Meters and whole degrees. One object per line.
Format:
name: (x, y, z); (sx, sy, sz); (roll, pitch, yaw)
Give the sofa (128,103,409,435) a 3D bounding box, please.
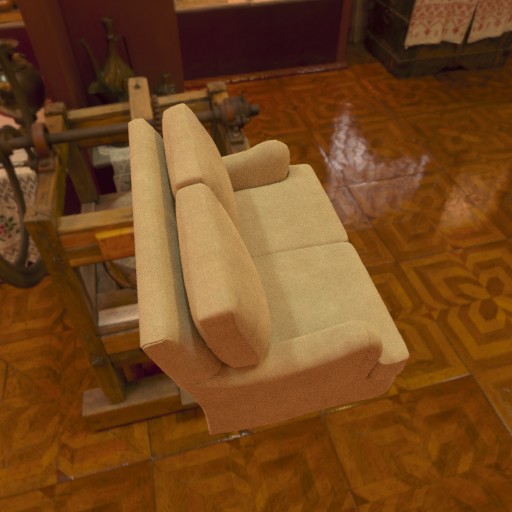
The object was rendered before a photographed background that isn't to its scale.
sofa: (0.000, 0.000, 2.299); (1.086, 1.087, 1.498); (-9, 48, -9)
